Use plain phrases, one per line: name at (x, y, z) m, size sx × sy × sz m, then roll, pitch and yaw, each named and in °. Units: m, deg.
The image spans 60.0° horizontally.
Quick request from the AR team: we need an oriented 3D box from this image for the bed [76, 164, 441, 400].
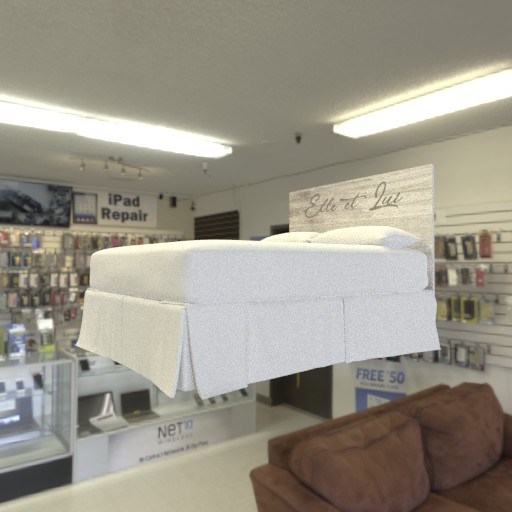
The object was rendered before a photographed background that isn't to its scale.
bed at (0.000, 0.000, 3.219) m, size 2.094 × 1.335 × 1.745 m, roll 1°, pitch -1°, yaw -36°
